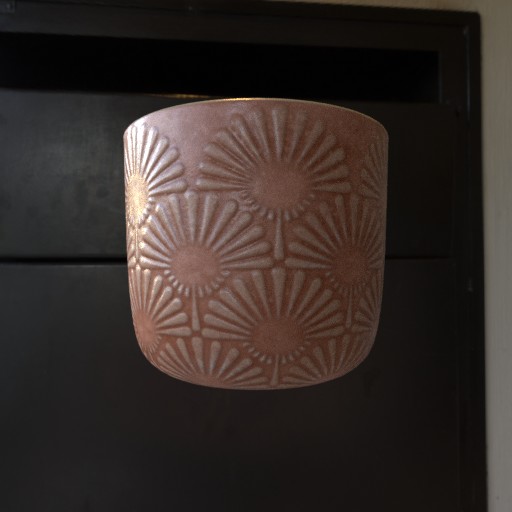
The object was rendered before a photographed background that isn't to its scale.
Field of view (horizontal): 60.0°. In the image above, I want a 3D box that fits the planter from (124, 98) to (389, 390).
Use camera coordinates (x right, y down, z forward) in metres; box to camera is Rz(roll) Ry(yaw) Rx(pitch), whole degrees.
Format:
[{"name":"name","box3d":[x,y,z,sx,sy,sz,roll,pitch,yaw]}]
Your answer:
[{"name":"planter","box3d":[0.000,0.000,0.215,0.124,0.109,0.124,0,-1,0]}]
